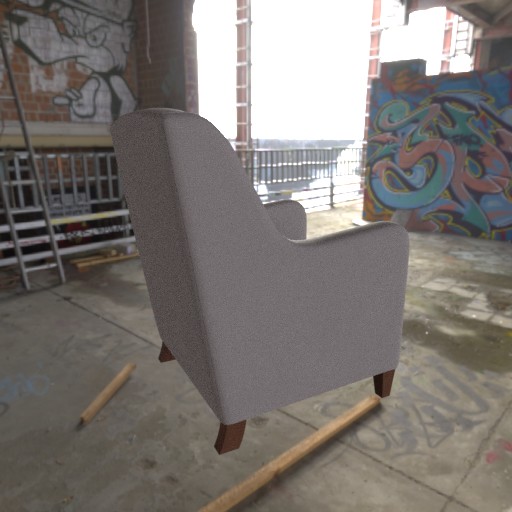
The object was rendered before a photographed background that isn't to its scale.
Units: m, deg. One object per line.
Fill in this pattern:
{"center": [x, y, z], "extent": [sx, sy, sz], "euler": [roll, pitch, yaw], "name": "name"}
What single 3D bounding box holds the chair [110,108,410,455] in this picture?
{"center": [0.000, 0.000, 1.636], "extent": [0.863, 1.010, 0.715], "euler": [-8, 17, -26], "name": "chair"}
